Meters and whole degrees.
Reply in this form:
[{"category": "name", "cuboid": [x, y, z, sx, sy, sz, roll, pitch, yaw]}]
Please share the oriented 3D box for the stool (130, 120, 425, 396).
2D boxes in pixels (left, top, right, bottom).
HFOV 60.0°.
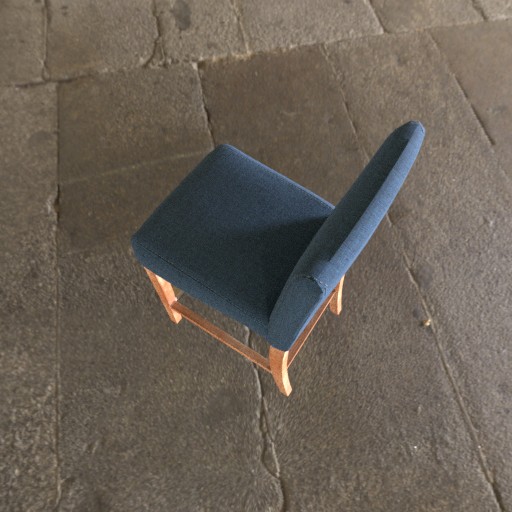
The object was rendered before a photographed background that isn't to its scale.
[{"category": "stool", "cuboid": [0.000, 0.000, 1.323, 0.567, 1.039, 0.454, 31, 67, 14]}]
